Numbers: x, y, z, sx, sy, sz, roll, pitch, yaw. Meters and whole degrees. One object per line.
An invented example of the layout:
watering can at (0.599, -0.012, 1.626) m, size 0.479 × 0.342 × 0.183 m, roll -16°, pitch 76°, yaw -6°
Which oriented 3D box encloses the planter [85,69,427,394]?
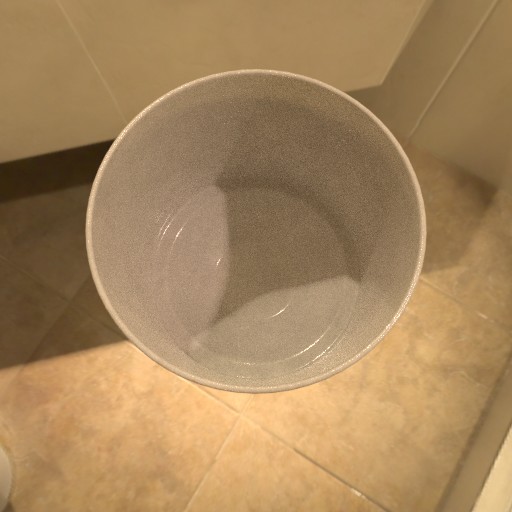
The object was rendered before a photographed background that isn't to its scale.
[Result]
planter at (0.000, 0.000, 0.440) m, size 0.250 × 0.239 × 0.250 m, roll 0°, pitch 76°, yaw 0°
